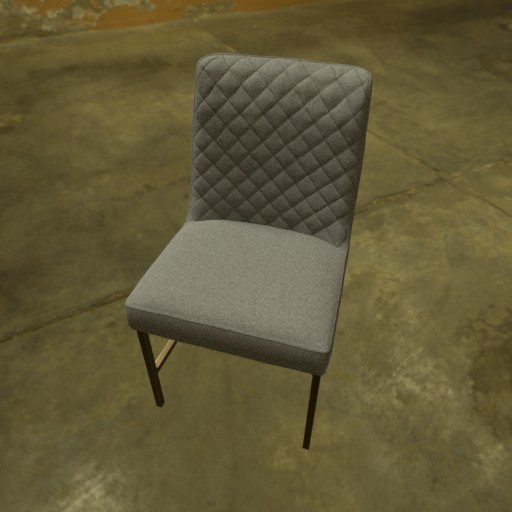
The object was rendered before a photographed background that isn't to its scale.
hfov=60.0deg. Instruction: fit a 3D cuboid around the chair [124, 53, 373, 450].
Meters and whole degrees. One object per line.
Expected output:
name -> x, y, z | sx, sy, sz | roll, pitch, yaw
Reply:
chair -> 0.000, 0.000, 1.225 | 0.508, 0.889, 0.587 | 11, 41, 13
